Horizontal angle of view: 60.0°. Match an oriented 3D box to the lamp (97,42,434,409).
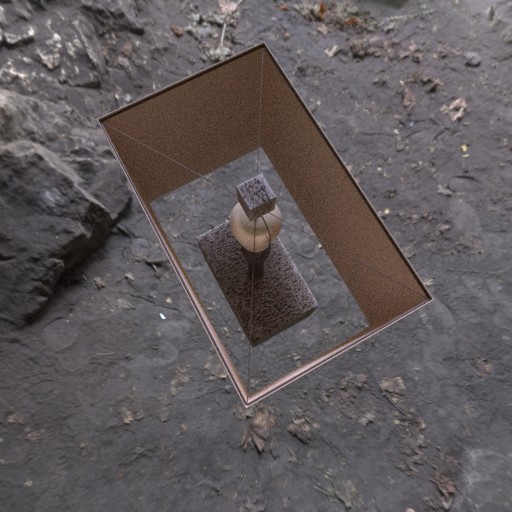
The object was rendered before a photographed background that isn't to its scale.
[{"bbox_3d":[0.000,0.000,0.564,0.180,0.411,0.294,-28,77,-7],"label":"lamp"}]
